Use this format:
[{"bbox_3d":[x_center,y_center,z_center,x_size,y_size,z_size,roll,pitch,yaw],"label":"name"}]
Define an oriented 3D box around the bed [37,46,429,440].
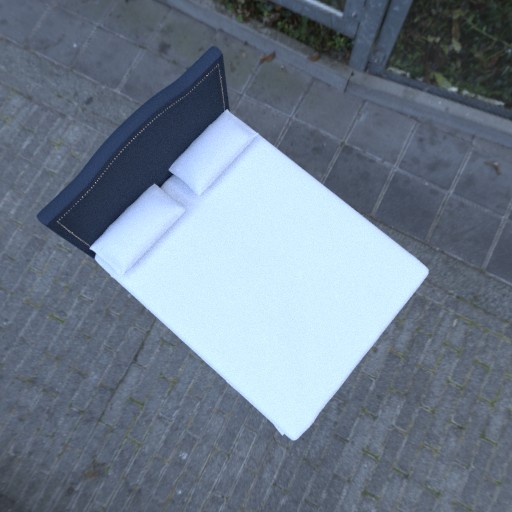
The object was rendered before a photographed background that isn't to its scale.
[{"bbox_3d":[0.000,0.000,3.420,2.282,1.436,1.821,40,80,9],"label":"bed"}]
